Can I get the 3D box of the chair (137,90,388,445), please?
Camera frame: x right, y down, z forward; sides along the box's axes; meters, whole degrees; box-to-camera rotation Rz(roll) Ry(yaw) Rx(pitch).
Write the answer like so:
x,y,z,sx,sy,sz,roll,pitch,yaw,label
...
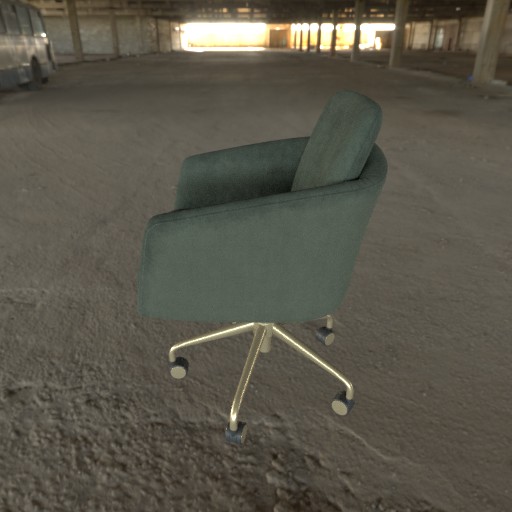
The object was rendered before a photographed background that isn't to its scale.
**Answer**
x,y,z,sx,sy,sz,roll,pitch,yaw,label
0.000,0.000,1.330,0.635,0.908,0.641,0,26,-1,chair
